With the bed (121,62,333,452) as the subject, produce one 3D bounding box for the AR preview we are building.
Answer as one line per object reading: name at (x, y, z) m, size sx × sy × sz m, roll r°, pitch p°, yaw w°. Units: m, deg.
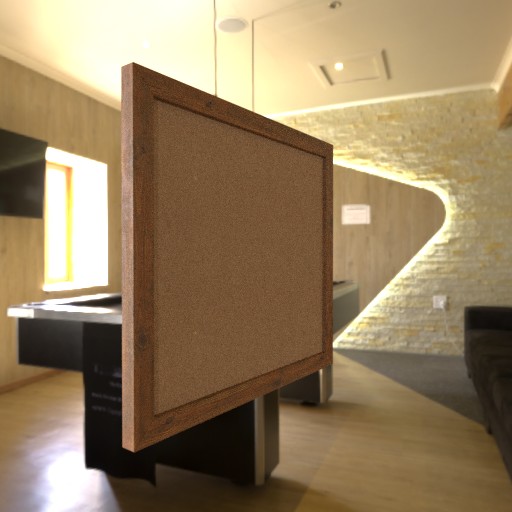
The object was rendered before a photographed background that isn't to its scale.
bed at (0.000, 0.000, 1.498) m, size 0.046 × 0.942 × 1.046 m, roll 1°, pitch 1°, yaw 37°
